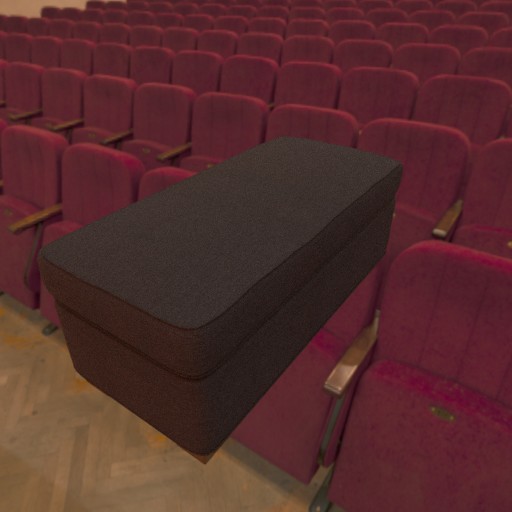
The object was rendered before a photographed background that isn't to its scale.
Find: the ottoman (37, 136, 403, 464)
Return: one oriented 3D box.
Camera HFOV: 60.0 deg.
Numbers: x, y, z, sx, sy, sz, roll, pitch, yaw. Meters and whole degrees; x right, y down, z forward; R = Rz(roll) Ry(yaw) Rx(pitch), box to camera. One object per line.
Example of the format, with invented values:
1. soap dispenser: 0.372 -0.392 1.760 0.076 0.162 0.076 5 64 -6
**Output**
1. ottoman: 0.000 0.000 1.382 0.515 0.460 1.110 21 38 29
